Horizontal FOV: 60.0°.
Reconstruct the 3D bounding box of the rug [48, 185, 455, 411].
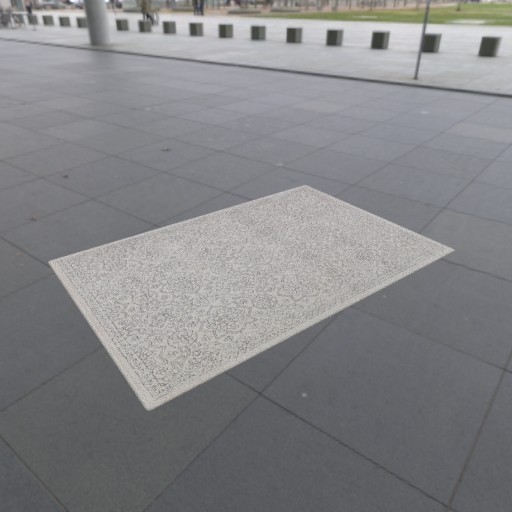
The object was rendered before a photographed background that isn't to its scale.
[{"bbox_3d":[0.000,0.000,2.980,2.286,0.011,1.524,-21,36,-31],"label":"rug"}]
